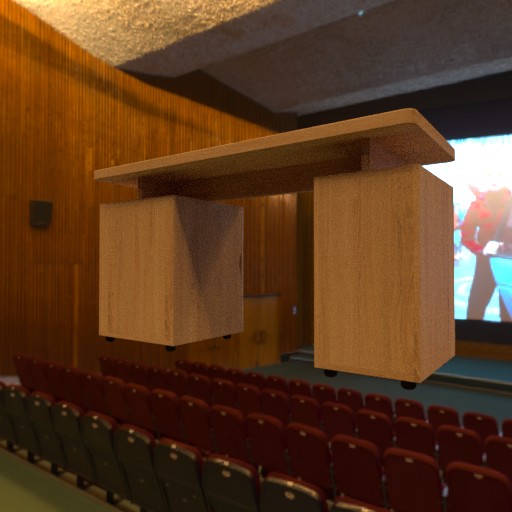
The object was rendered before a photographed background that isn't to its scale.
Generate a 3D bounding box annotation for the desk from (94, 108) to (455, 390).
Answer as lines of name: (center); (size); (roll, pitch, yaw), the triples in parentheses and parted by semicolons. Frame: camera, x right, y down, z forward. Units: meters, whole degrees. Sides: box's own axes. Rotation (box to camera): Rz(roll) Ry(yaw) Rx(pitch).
desk: (0.000, 0.000, 1.784); (1.400, 0.760, 0.550); (-1, -1, 35)
